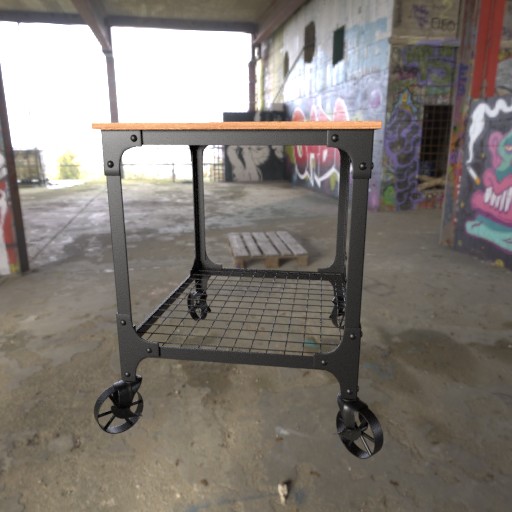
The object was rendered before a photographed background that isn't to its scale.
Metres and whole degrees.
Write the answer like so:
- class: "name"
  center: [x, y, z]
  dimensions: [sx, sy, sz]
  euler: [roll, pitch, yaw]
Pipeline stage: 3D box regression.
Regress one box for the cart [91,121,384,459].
- class: "cart"
  center: [0.000, 0.000, 1.079]
  dimensions: [0.558, 0.603, 0.666]
  euler: [2, 15, 8]
